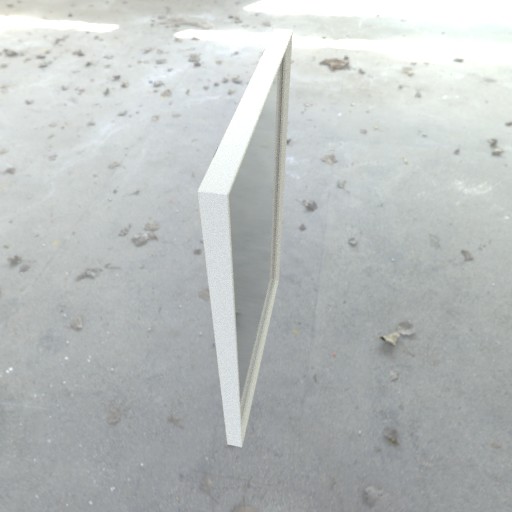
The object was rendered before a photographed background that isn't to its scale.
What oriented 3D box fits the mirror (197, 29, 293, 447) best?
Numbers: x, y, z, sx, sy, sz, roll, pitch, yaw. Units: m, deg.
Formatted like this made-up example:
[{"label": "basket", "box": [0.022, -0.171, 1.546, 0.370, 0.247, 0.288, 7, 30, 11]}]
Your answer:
[{"label": "mirror", "box": [0.000, 0.000, 0.913, 0.039, 0.710, 0.507, 8, 46, 8]}]
